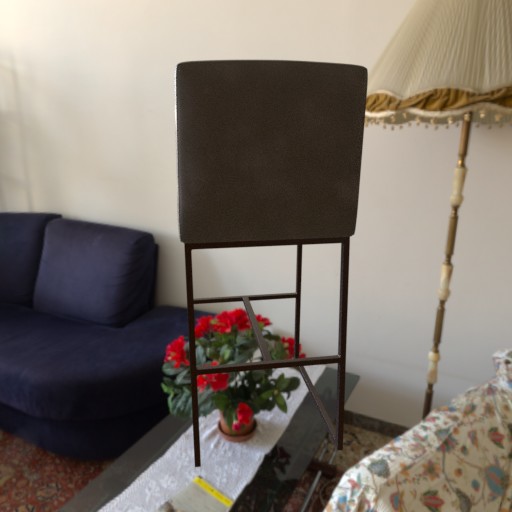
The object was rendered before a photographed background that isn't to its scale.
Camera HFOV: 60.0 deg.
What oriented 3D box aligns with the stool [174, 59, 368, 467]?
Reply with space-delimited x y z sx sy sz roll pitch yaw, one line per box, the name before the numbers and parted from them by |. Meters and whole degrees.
stool | 0.000 0.000 1.385 0.463 1.065 0.562 -3 17 -9
